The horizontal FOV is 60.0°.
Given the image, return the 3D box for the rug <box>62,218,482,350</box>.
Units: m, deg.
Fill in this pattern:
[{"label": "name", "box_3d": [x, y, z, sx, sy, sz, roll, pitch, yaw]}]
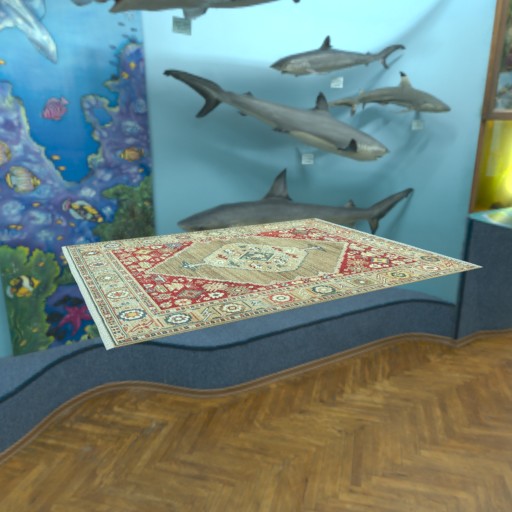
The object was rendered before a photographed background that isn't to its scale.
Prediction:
[{"label": "rug", "box_3d": [0.000, 0.000, 4.128, 3.143, 0.008, 2.451, -8, 18, -27]}]
